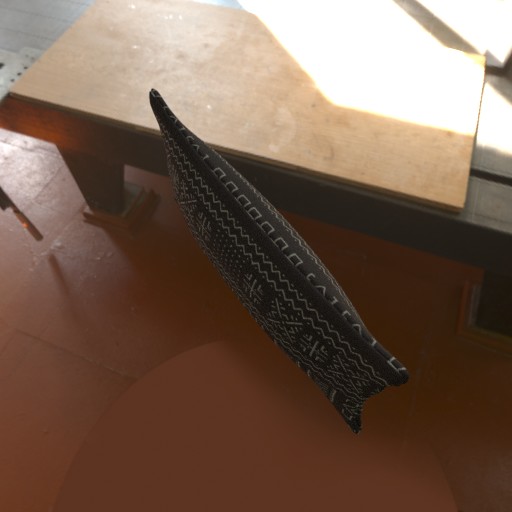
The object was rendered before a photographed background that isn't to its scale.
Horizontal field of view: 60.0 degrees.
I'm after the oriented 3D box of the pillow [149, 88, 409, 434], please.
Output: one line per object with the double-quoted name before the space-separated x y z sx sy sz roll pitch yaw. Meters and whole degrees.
"pillow" 0.000 0.000 0.808 0.135 0.322 0.667 -31 63 -18
